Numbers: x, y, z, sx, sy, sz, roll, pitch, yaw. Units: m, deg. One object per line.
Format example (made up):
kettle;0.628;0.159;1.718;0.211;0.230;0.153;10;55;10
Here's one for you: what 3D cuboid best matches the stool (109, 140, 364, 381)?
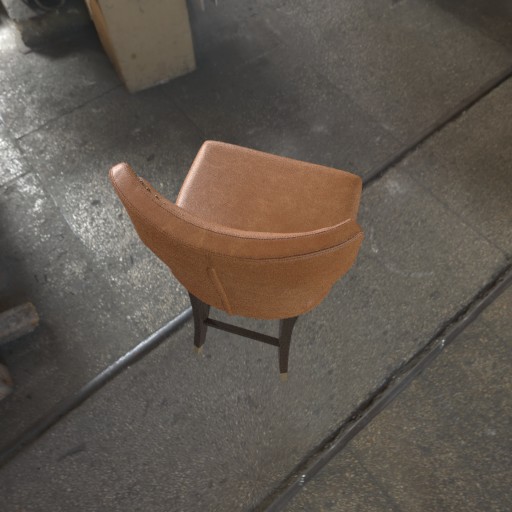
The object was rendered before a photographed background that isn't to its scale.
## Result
stool;0.000;0.000;1.380;0.526;1.092;0.563;15;64;8
